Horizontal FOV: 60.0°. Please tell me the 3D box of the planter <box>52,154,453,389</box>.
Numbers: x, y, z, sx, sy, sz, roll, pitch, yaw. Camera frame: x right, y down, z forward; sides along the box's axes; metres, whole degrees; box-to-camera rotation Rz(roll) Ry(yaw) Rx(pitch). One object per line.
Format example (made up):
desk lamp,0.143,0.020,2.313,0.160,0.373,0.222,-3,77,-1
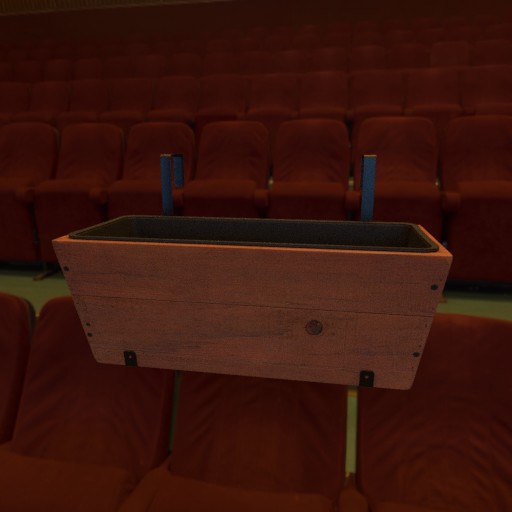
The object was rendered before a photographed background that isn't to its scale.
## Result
planter,0.000,0.000,0.654,0.480,0.289,0.262,2,14,10
